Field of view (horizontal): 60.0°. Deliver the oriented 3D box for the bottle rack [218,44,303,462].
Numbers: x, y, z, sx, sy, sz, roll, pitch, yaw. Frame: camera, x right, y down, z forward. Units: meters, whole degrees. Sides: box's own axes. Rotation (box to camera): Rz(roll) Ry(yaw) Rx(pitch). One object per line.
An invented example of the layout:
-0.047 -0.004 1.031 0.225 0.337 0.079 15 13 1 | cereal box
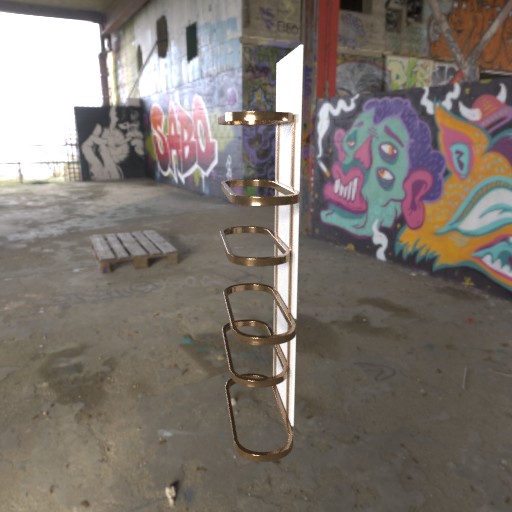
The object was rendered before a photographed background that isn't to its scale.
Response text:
0.000 0.000 0.844 0.118 0.709 0.332 -2 15 -9 | bottle rack
